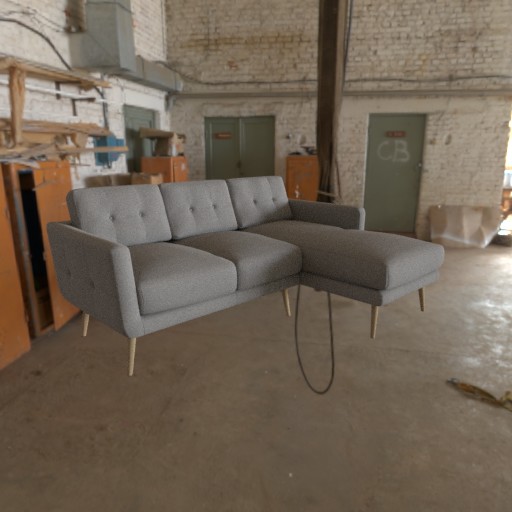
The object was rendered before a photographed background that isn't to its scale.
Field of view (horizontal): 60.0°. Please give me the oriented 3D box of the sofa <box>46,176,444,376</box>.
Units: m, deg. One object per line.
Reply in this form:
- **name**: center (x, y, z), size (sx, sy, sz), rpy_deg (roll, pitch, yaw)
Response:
- **sofa**: center (0.000, 0.000, 2.773), size (2.040, 0.860, 1.530), rpy_deg (-13, 19, -42)
